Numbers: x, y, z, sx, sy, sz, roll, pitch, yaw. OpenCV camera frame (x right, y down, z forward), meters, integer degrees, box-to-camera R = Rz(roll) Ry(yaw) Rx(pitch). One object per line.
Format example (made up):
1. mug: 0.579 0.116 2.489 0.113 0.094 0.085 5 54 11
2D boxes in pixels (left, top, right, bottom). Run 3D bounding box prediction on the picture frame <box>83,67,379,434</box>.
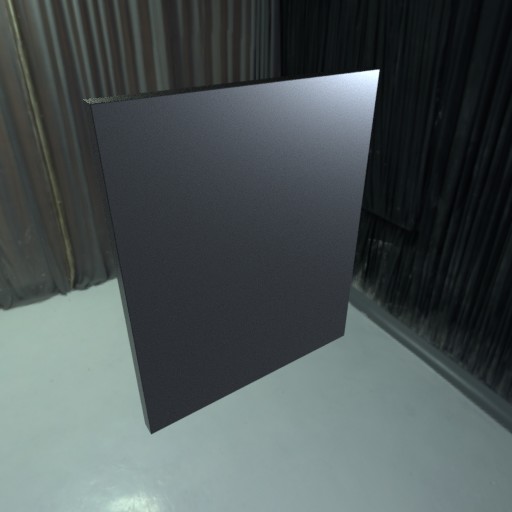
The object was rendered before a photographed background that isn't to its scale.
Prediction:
1. picture frame: 0.000 0.000 0.750 0.460 0.556 0.028 -19 36 -29
